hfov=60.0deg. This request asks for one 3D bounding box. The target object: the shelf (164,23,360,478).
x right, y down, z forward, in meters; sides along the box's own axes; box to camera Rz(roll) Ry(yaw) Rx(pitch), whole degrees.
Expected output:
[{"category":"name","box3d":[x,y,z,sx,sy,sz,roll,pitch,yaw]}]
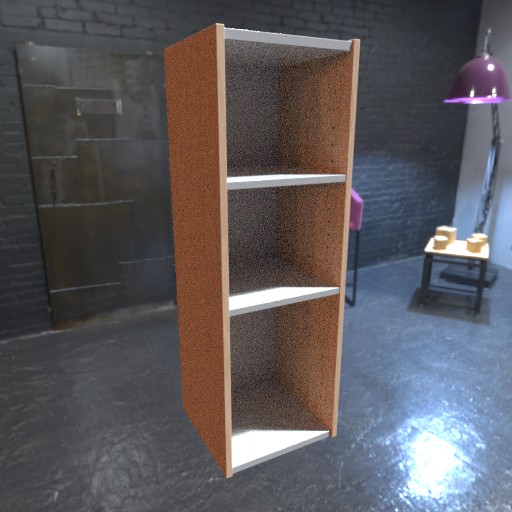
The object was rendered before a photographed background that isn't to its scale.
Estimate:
[{"category":"shelf","box3d":[0.000,0.000,1.033,0.300,0.900,0.290,-8,18,-27]}]
